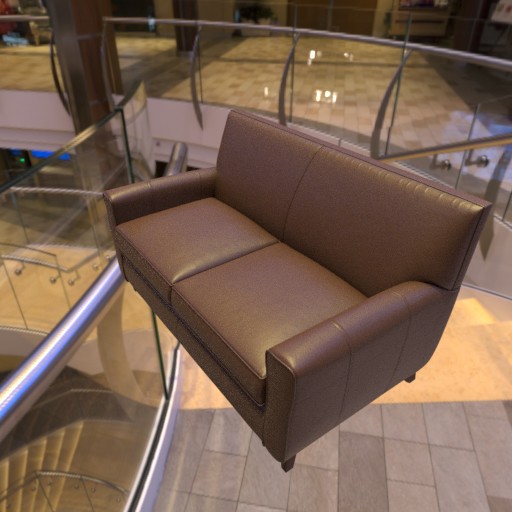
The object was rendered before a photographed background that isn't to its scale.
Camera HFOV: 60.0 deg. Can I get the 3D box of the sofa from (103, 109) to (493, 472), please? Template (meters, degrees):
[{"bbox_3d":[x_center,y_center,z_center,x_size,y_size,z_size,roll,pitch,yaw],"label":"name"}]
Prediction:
[{"bbox_3d":[0.000,0.000,1.954,0.853,0.859,1.468,-21,38,-30],"label":"sofa"}]
